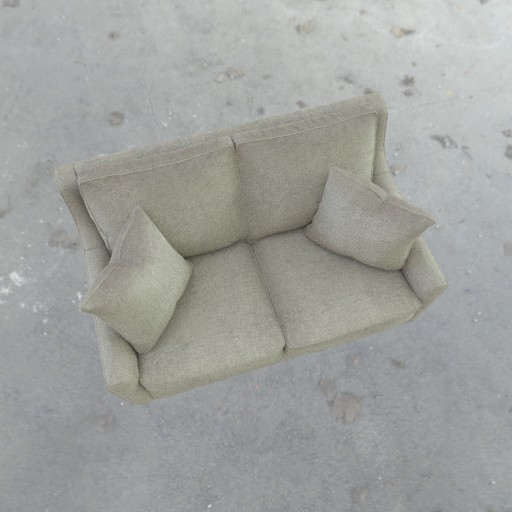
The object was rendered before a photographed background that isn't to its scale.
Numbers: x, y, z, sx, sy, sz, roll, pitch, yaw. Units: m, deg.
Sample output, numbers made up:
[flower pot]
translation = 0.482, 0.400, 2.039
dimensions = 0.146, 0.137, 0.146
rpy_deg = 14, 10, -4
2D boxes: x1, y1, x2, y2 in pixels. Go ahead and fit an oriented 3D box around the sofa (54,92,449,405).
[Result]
[sofa]
translation = 0.000, 0.000, 1.956
dimensions = 1.422, 0.863, 0.915
rpy_deg = -15, 64, -8
